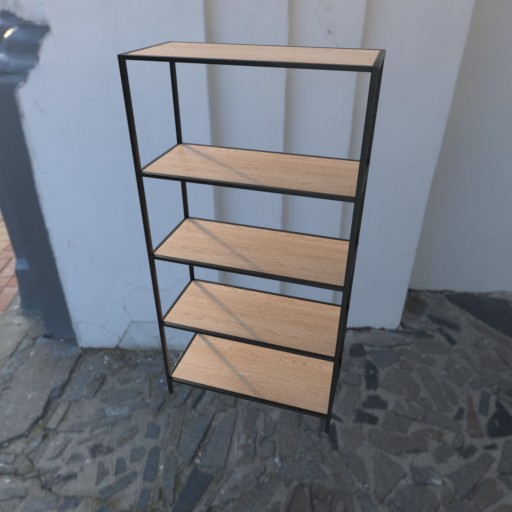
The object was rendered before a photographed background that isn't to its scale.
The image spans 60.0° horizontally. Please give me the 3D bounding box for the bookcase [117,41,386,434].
[{"bbox_3d":[0.000,0.000,1.778,0.770,1.500,0.350,9,33,14],"label":"bookcase"}]
